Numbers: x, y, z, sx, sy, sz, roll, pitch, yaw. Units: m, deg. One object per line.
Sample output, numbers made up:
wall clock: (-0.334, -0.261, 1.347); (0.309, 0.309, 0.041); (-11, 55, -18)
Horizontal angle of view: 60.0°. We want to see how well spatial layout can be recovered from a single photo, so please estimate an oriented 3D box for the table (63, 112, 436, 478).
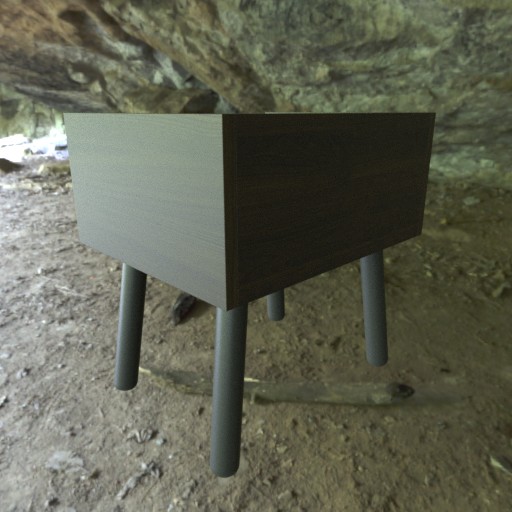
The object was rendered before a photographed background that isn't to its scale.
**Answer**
table: (0.000, 0.000, 0.764); (0.450, 0.470, 0.370); (-17, 25, -42)
